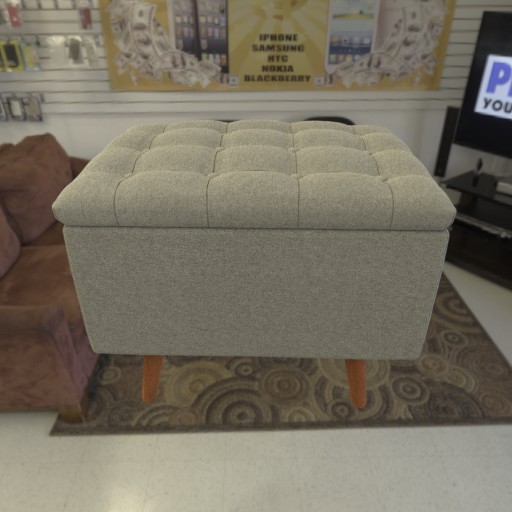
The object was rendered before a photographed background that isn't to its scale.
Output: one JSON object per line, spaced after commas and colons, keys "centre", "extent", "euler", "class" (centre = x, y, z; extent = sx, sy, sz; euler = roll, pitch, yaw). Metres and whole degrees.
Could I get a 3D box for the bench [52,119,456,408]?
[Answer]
{"centre": [0.000, 0.000, 0.887], "extent": [0.572, 0.469, 0.417], "euler": [1, 30, 1], "class": "bench"}
